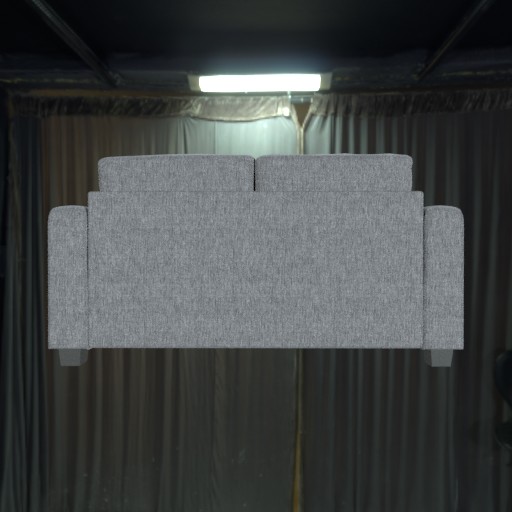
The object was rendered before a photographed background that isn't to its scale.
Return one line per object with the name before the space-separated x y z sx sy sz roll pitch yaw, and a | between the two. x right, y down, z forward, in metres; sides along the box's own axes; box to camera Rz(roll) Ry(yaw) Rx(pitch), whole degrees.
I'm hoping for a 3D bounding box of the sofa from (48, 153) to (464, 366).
sofa | 0.000 0.000 2.025 1.520 0.800 0.900 0 0 0
